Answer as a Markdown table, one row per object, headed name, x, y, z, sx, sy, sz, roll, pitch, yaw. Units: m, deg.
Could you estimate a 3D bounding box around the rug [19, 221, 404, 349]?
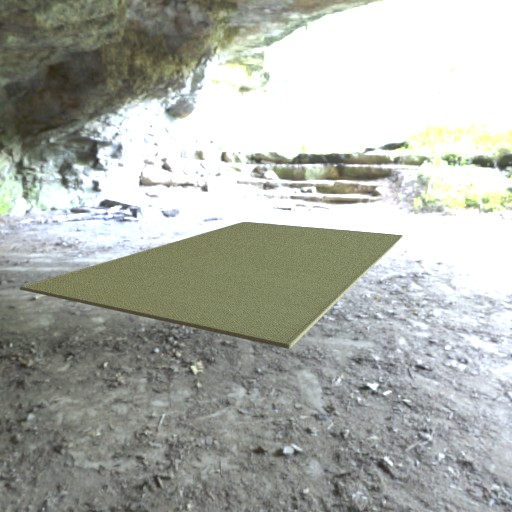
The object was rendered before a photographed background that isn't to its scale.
| name | x | y | z | sx | sy | sz | roll | pitch | yaw |
| --- | --- | --- | --- | --- | --- | --- | --- | --- | --- |
| rug | 0.000 | 0.000 | 2.085 | 1.067 | 0.013 | 1.676 | 7 | 15 | 27 |
